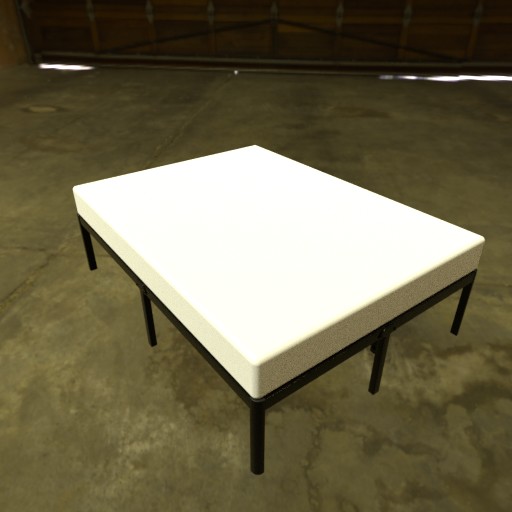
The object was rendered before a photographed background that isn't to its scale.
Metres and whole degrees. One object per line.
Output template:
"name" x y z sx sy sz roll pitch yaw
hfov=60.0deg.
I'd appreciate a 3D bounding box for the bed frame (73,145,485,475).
"bed frame" 0.000 0.000 2.813 1.557 0.659 2.072 -21 37 -31
